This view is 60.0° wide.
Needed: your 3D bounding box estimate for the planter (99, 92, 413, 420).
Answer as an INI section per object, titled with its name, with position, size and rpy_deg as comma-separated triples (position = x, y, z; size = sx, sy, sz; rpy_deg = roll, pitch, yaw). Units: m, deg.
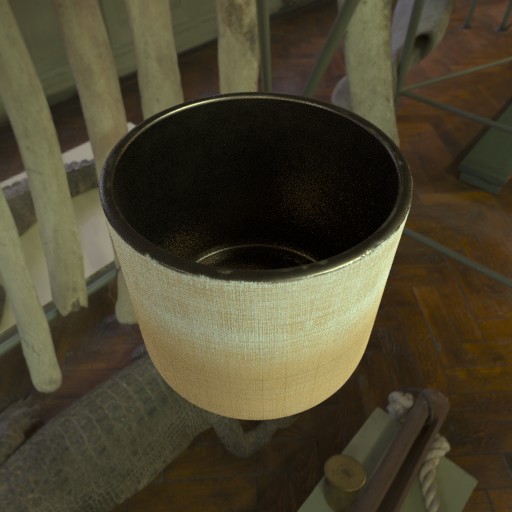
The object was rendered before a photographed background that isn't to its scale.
[planter]
position = 0.000, 0.000, 0.440
size = 0.254, 0.221, 0.254
rpy_deg = 0, 47, 0
